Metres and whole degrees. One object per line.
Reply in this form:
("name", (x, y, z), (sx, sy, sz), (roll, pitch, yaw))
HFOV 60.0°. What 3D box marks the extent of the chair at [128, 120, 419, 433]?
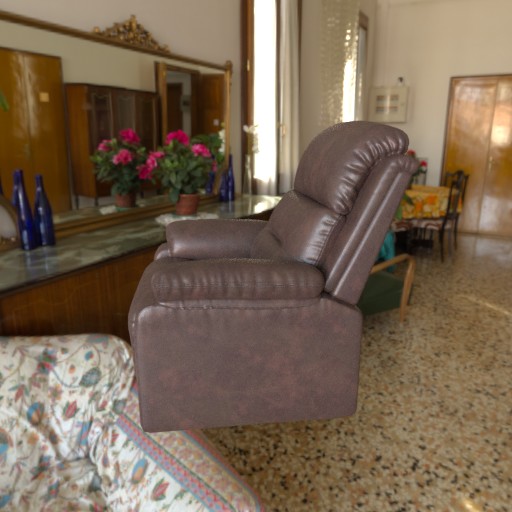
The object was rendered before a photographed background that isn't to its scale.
("chair", (0.000, 0.000, 1.694), (0.919, 0.992, 0.855), (-2, 15, -7))
